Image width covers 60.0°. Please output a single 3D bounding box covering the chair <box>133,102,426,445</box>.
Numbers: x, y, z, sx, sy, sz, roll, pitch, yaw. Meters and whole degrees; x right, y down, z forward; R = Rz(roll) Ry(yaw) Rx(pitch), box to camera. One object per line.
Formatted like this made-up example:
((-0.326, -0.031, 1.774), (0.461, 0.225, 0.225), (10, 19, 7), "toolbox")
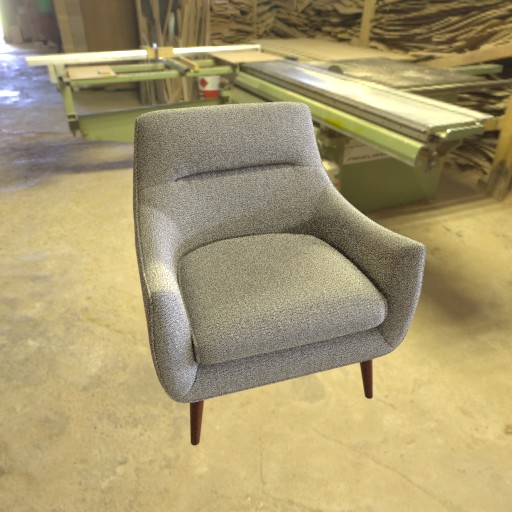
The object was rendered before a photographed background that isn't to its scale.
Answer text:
((0.000, 0.000, 1.469), (0.762, 0.838, 0.787), (-9, 32, -15), "chair")
